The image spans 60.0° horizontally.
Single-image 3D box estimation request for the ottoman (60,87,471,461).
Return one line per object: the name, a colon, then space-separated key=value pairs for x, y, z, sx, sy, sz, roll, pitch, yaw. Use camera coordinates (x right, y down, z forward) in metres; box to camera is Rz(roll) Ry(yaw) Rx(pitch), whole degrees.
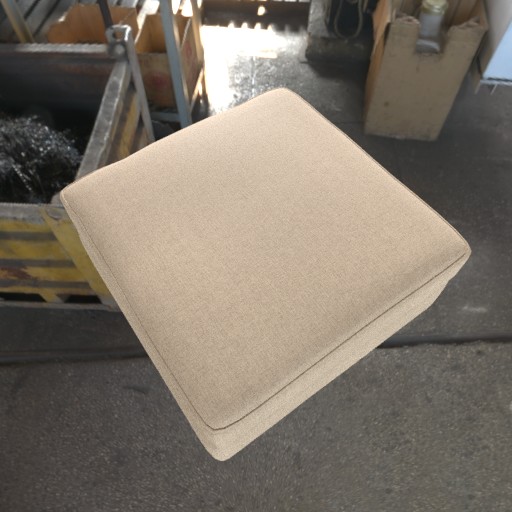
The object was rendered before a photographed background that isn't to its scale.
ottoman: x=0.000 y=0.000 z=1.363 sx=0.838 sy=0.503 sz=0.838 roll=-31 pitch=63 yaw=-18
